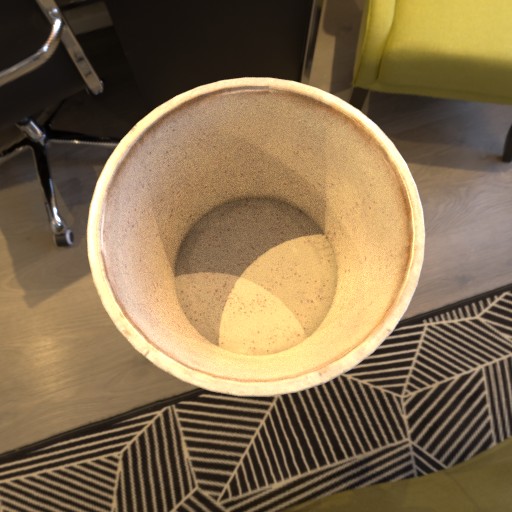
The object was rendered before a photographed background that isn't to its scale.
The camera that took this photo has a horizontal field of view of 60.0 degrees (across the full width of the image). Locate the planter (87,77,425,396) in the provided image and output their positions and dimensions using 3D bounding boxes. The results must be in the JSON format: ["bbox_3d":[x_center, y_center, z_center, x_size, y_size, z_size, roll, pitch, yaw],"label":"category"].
[{"bbox_3d":[0.000,0.000,0.313,0.186,0.144,0.186,0,74,0],"label":"planter"}]
